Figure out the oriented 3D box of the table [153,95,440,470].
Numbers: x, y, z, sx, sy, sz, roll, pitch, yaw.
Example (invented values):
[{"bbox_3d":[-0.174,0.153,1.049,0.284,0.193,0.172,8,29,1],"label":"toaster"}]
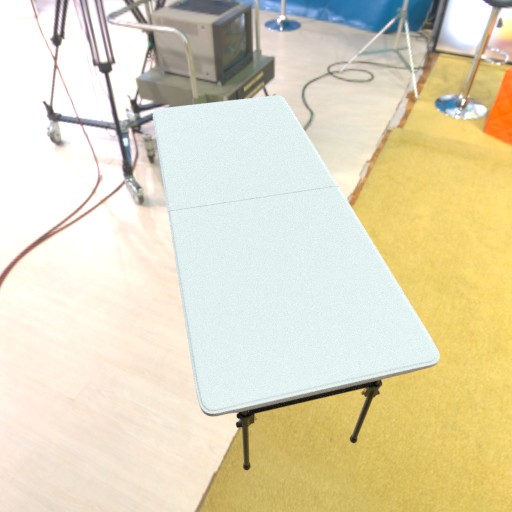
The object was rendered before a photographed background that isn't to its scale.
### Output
[{"bbox_3d":[0.000,0.000,2.175,0.761,0.719,1.829,-10,46,-9],"label":"table"}]
